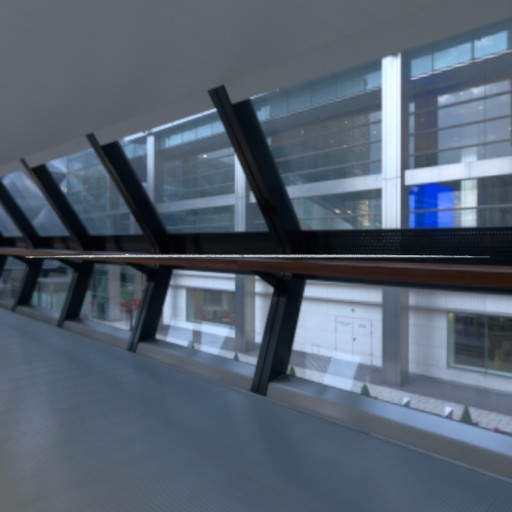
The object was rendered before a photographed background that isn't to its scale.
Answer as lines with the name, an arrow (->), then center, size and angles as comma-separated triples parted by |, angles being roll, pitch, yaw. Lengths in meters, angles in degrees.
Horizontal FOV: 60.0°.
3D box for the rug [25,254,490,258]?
rug -> 0.000, 0.000, 3.838 | 2.867, 0.020, 2.277 | 0, 0, -1
